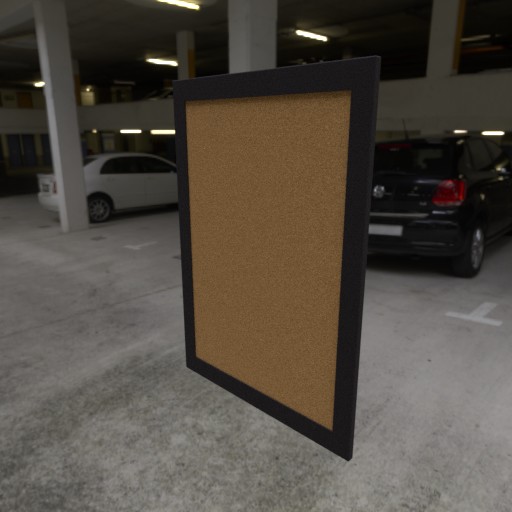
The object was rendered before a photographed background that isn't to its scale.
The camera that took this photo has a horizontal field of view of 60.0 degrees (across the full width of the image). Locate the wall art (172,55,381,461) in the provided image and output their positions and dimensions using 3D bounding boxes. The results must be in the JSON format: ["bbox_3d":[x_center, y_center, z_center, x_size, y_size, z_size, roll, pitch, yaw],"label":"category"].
[{"bbox_3d":[0.000,0.000,0.682,0.374,0.529,0.012,15,22,42],"label":"wall art"}]
